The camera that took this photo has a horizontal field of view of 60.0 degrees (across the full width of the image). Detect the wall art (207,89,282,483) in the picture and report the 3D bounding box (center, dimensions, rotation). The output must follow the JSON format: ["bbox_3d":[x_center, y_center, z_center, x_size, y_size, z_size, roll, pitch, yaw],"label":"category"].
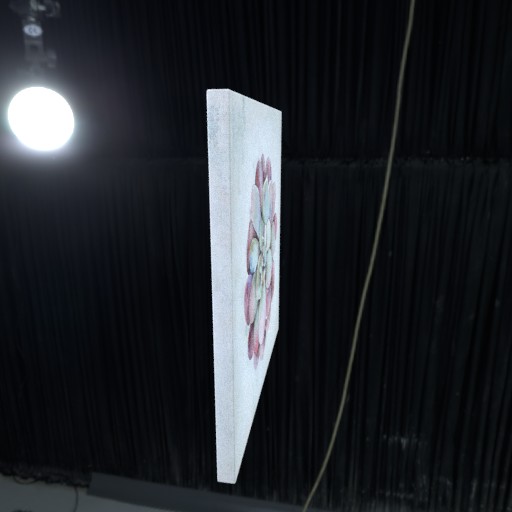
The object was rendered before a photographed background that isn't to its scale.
[{"bbox_3d":[0.000,0.000,1.173,0.041,0.762,0.762,3,16,9],"label":"wall art"}]
